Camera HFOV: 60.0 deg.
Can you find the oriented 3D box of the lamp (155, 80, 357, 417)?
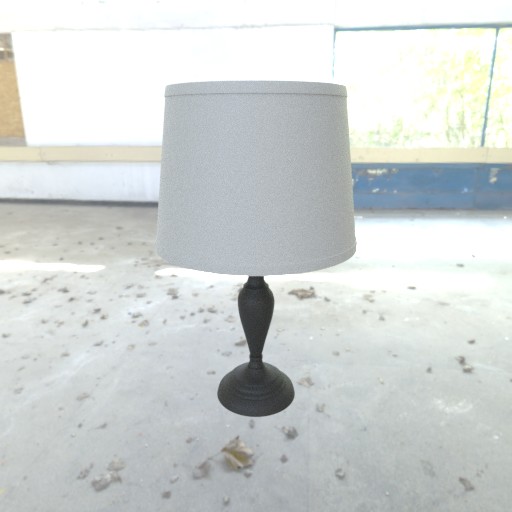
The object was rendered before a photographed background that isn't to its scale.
[{"bbox_3d":[0.000,0.000,0.703,0.310,0.501,0.310,0,17,0],"label":"lamp"}]
